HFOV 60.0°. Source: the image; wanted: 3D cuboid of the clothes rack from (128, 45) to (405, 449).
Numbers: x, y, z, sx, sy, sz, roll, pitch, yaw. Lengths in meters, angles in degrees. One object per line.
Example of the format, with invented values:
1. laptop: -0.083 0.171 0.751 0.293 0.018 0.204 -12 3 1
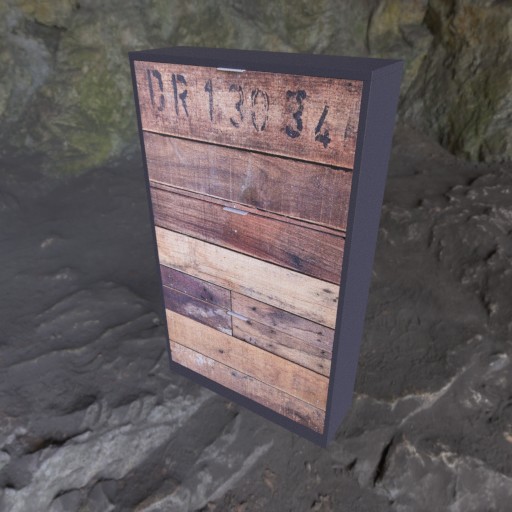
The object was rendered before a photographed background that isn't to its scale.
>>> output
1. clothes rack: 0.000 0.000 1.547 0.750 1.280 0.250 18 34 27
